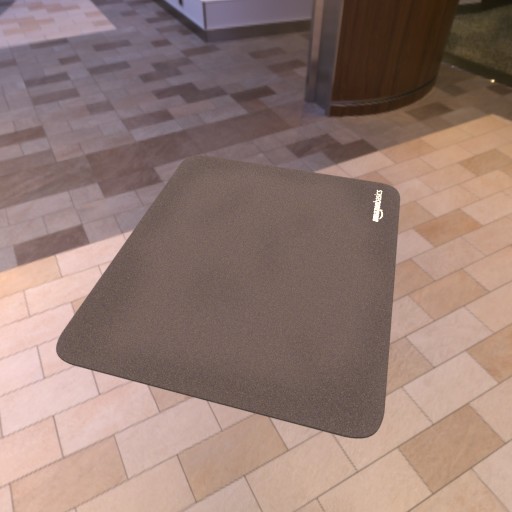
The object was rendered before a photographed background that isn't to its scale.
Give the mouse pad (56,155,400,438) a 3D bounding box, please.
[{"bbox_3d":[0.000,0.000,0.441,0.269,0.002,0.315,11,46,11],"label":"mouse pad"}]
